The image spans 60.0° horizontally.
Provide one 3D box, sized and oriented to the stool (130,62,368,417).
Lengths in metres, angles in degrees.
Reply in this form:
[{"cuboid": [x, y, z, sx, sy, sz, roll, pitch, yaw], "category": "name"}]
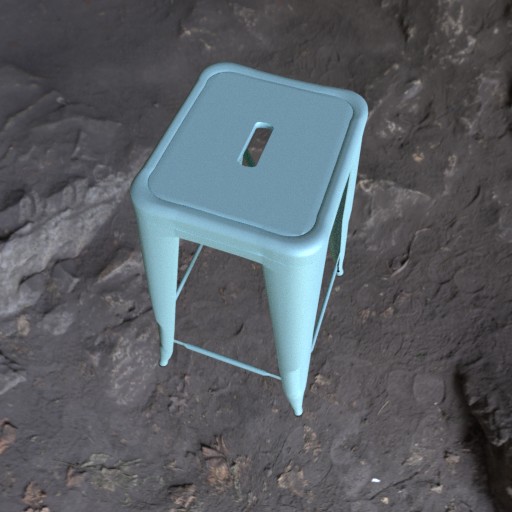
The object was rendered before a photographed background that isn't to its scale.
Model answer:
[{"cuboid": [0.000, 0.000, 0.851, 0.359, 0.609, 0.399, 17, 62, 9], "category": "stool"}]
